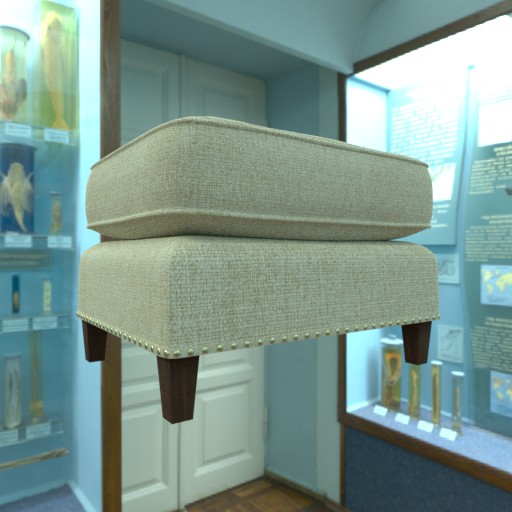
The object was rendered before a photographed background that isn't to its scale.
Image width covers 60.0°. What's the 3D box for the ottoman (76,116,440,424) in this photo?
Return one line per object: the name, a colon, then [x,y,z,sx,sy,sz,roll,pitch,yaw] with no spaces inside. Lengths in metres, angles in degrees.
ottoman: [0.000,0.000,1.117,0.738,0.537,0.589,0,0,-35]
